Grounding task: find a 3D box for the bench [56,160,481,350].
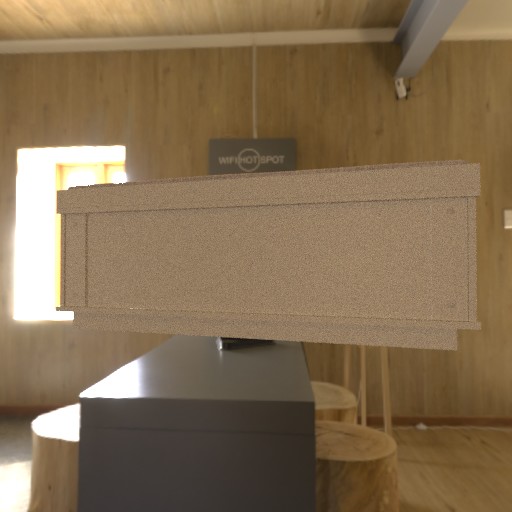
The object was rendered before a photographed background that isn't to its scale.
[{"bbox_3d":[0.000,0.000,1.368,1.196,0.453,0.363,0,-1,18],"label":"bench"}]
